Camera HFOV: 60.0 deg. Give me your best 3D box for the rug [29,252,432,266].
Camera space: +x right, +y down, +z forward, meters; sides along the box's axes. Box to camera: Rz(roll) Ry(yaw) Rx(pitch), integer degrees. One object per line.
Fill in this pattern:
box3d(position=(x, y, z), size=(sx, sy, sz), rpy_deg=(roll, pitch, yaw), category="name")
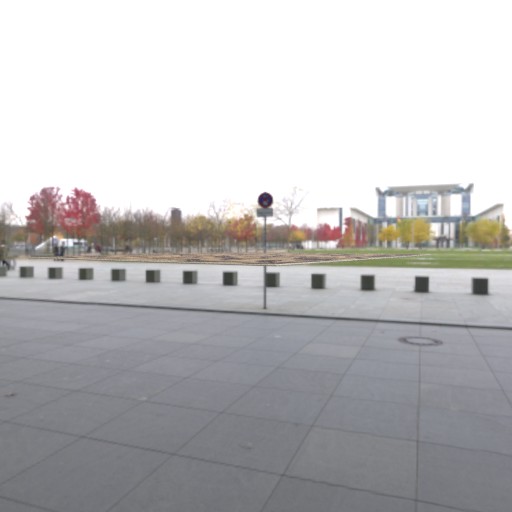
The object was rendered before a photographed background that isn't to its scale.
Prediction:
box3d(position=(0.000, 0.000, 4.056), size=(2.380, 0.008, 2.977), rpy_deg=(1, 2, 36), category="rug")
